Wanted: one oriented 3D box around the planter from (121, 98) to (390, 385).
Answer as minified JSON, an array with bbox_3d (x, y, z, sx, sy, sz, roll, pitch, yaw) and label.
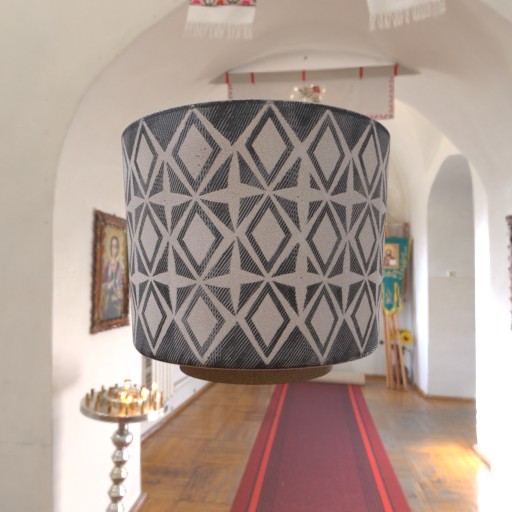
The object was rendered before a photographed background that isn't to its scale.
[{"bbox_3d":[0.000,0.000,0.445,0.260,0.220,0.260,0,-2,0],"label":"planter"}]
